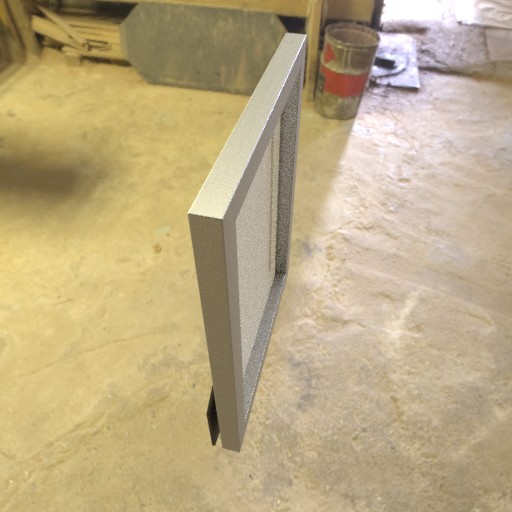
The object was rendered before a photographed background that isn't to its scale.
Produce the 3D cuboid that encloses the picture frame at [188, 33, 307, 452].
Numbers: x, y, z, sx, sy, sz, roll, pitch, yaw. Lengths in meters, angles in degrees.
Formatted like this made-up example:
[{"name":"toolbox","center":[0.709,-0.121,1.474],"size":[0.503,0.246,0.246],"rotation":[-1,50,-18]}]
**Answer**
[{"name":"picture frame","center":[0.000,0.000,0.516],"size":[0.036,0.386,0.307],"rotation":[10,47,10]}]
